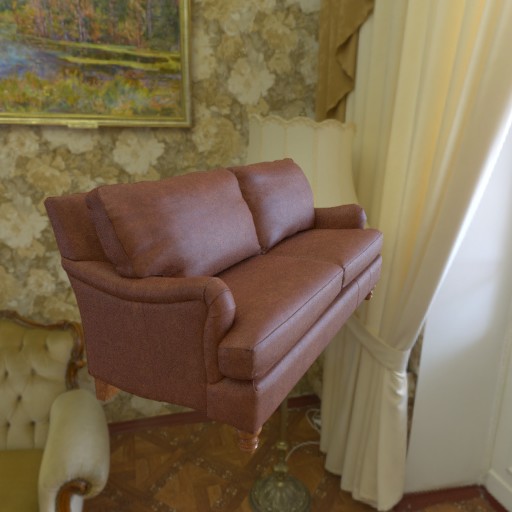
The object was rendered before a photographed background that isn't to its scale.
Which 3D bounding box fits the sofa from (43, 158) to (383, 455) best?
[{"bbox_3d":[0.000,0.000,2.744,1.147,1.071,2.144,8,18,27],"label":"sofa"}]
